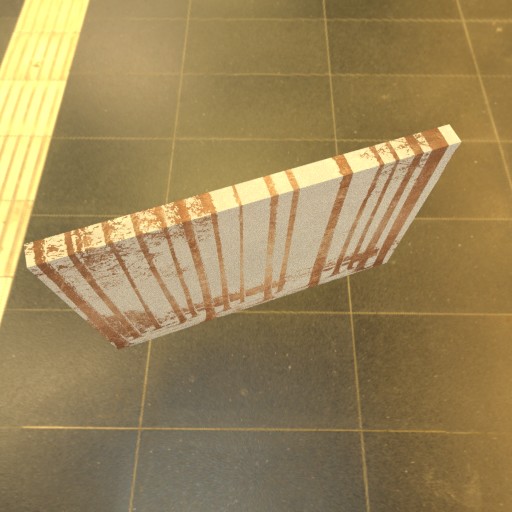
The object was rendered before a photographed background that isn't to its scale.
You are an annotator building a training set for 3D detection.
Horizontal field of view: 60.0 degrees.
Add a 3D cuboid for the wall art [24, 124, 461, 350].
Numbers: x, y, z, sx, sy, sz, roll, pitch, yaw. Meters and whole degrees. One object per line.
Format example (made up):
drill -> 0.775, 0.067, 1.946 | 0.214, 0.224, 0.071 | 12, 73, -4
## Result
wall art -> 0.000, 0.000, 0.778 | 0.609, 0.405, 0.035 | -17, 65, -8
